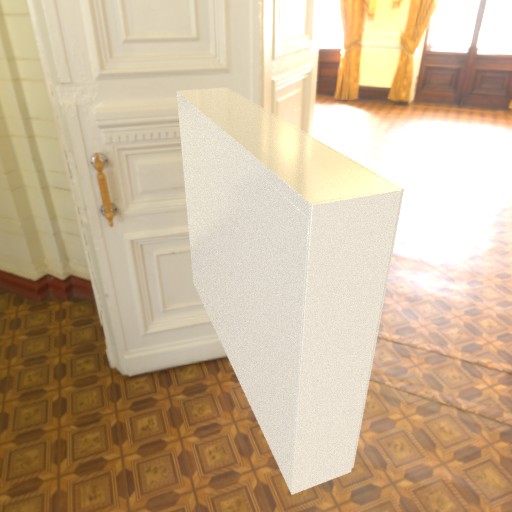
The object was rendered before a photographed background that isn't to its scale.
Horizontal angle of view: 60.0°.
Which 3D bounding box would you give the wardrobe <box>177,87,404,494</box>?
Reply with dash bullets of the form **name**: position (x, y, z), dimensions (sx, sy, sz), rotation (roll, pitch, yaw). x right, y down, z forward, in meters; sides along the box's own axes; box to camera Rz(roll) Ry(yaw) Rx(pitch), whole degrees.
- **wardrobe**: position (0.000, 0.000, 3.997), dimensions (0.580, 2.360, 3.000), rotation (-11, 33, -18)
